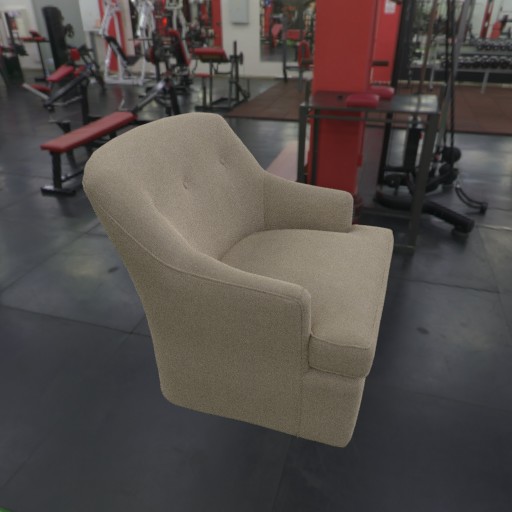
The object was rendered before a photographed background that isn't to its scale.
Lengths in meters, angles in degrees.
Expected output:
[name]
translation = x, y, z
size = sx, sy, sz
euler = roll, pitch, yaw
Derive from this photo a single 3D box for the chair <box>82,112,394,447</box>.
[chair]
translation = 0.000, 0.000, 1.595
size = 0.923, 0.856, 0.864
euler = 10, 31, 17
